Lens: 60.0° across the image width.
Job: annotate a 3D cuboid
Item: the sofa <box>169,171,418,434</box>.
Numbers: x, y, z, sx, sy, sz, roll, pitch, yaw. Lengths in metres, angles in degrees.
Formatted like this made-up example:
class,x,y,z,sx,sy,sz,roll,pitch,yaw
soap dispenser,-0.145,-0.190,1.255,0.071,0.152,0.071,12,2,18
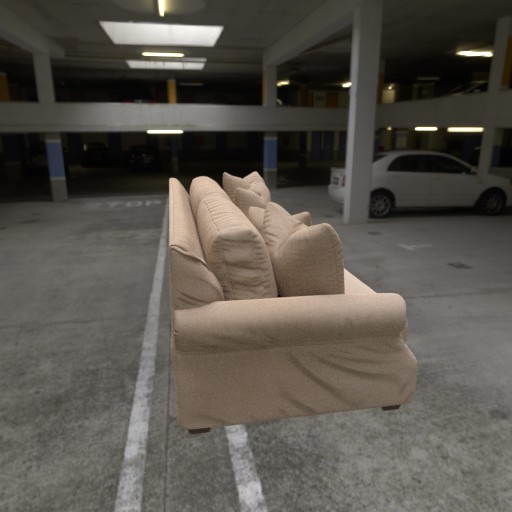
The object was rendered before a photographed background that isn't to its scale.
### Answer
class,x,y,z,sx,sy,sz,roll,pitch,yaw
sofa,0.000,0.000,2.778,1.067,0.904,2.285,-3,17,-10
